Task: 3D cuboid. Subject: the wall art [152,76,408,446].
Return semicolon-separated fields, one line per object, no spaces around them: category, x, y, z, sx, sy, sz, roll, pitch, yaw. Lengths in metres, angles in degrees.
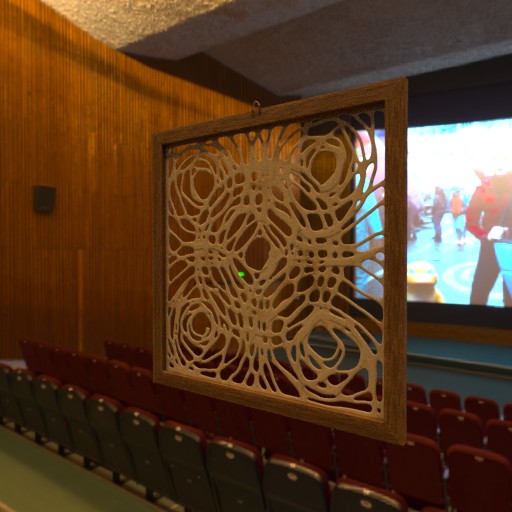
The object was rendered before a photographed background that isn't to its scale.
wall art;0.000;0.000;0.839;0.561;0.576;0.021;1;1;36
